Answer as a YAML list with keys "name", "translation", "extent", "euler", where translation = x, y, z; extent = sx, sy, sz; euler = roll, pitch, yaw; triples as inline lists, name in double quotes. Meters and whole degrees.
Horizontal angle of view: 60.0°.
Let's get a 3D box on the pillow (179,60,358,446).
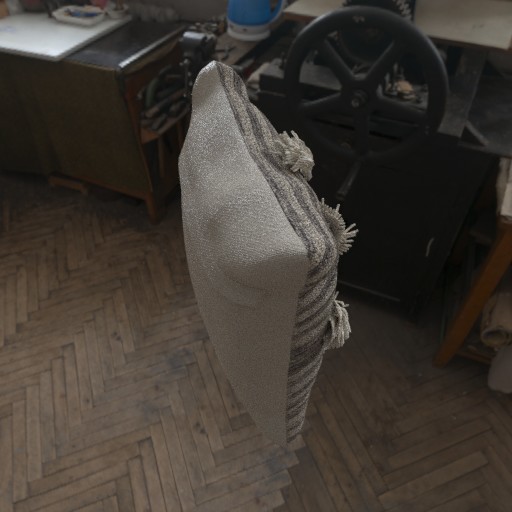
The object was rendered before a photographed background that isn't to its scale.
- name: "pillow"
  translation: [0.000, 0.000, 0.766]
  extent: [0.234, 0.490, 0.484]
  euler: [-11, 47, -10]
